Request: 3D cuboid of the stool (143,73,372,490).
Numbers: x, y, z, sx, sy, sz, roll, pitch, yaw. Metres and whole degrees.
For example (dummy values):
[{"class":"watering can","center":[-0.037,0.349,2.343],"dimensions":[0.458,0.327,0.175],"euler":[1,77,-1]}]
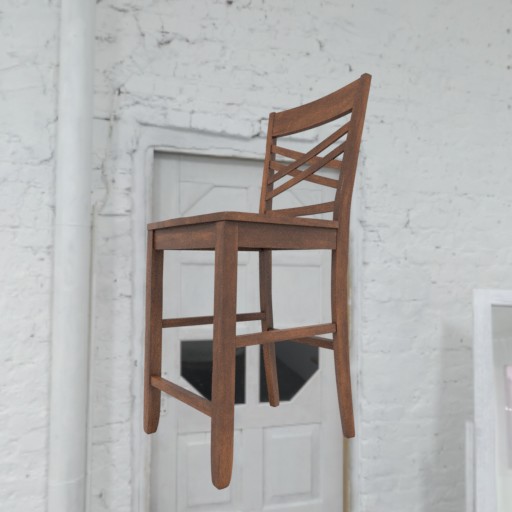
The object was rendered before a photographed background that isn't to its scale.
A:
[{"class":"stool","center":[0.000,0.000,1.338],"dimensions":[0.539,1.079,0.462],"euler":[0,-1,-37]}]
